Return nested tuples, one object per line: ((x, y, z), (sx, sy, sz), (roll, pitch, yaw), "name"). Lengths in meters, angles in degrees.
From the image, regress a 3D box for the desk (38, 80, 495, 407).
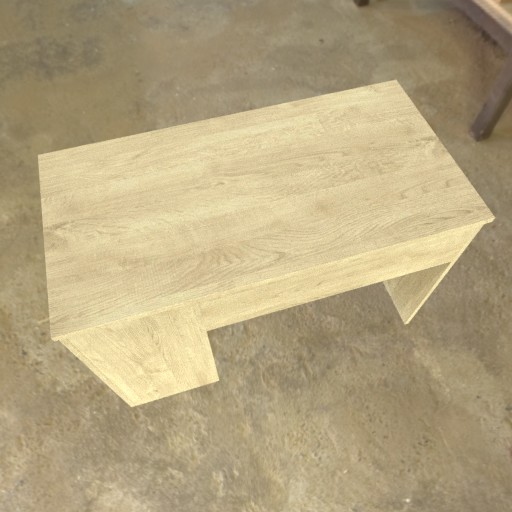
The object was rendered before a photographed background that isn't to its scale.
((0.000, 0.000, 1.492), (1.097, 0.735, 0.560), (-15, 60, -9), "desk")
